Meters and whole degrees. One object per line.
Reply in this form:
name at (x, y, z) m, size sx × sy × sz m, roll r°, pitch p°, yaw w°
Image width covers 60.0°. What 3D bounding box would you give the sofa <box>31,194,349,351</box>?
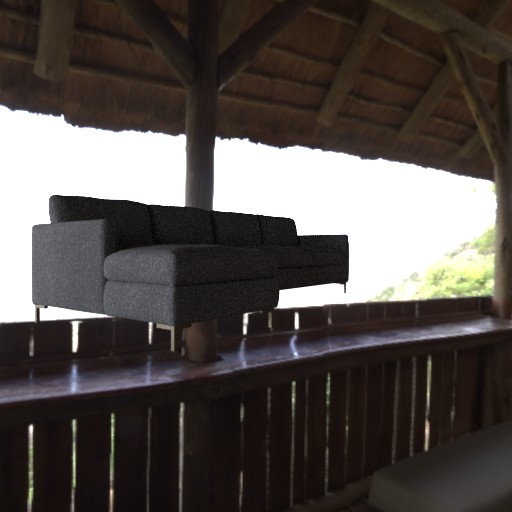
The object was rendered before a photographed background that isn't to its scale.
sofa at (0.000, 0.000, 3.488) m, size 1.350 × 0.810 × 2.932 m, roll 1°, pitch 1°, yaw 37°
